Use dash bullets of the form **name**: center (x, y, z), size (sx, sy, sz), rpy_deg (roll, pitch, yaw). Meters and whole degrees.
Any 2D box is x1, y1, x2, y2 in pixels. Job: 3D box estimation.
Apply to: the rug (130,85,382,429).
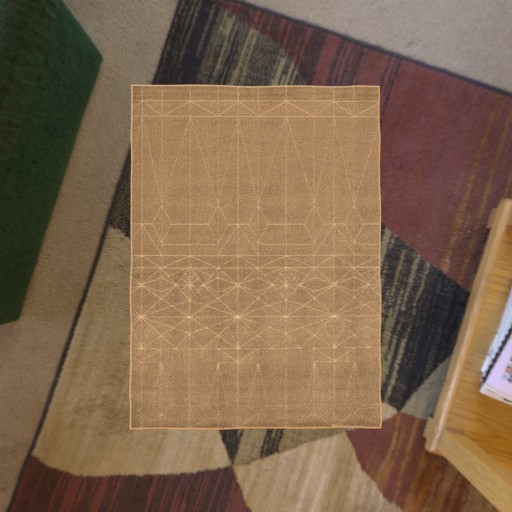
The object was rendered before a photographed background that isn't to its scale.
- **rug**: center (0.000, 0.000, 4.322), size (2.449, 0.019, 3.357), rpy_deg (0, 89, -1)
